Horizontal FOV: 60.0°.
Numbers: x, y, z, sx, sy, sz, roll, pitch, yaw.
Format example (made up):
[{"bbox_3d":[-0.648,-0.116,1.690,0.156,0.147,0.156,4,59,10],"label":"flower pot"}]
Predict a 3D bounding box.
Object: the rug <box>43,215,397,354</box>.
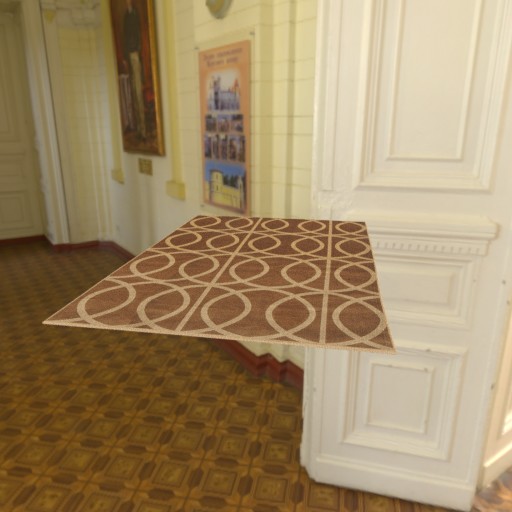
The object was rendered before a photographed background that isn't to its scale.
[{"bbox_3d":[0.000,0.000,2.911,1.528,0.014,2.294,3,18,10],"label":"rug"}]
